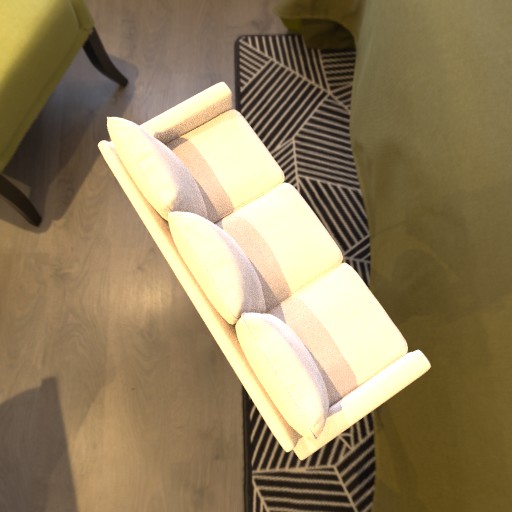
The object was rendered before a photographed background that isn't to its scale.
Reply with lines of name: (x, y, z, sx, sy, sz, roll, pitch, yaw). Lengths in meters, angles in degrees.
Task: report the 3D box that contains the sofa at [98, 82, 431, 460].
sofa: (0.000, 0.000, 2.425, 0.828, 0.961, 1.925, -32, 77, -8)
